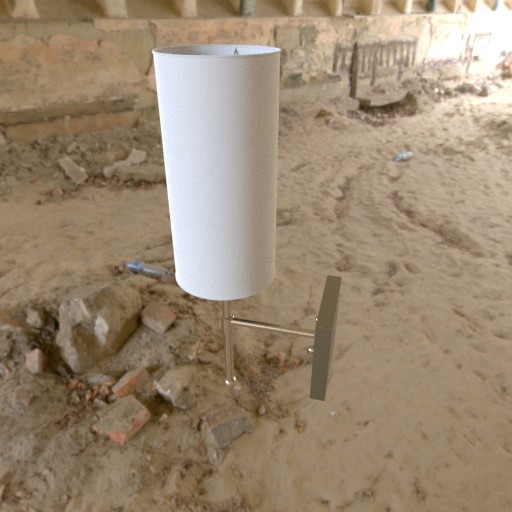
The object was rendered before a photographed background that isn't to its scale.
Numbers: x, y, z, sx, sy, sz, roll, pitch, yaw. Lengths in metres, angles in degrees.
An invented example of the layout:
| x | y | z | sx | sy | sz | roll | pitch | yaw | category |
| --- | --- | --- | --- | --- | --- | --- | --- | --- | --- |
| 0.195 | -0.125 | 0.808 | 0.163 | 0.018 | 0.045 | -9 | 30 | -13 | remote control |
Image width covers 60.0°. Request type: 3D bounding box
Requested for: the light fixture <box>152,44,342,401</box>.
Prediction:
| x | y | z | sx | sy | sz | roll | pitch | yaw | category |
| --- | --- | --- | --- | --- | --- | --- | --- | --- | --- |
| 0.000 | 0.000 | 0.547 | 0.208 | 0.462 | 0.128 | 7 | 30 | 13 | light fixture |
